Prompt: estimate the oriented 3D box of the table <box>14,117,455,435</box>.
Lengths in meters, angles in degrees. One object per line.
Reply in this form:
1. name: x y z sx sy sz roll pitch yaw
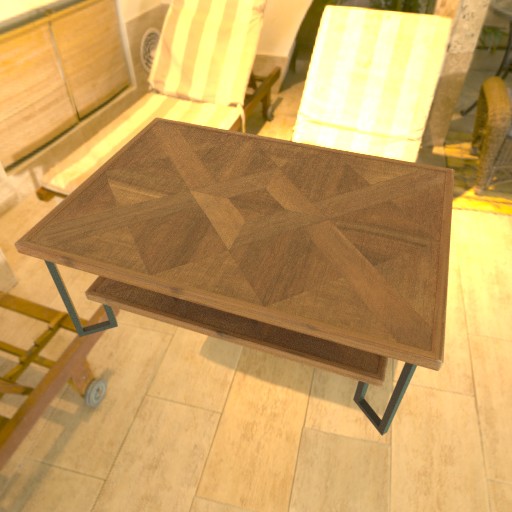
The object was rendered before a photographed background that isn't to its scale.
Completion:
1. table: 0.000 0.000 1.649 1.238 0.492 0.877 14 45 14
